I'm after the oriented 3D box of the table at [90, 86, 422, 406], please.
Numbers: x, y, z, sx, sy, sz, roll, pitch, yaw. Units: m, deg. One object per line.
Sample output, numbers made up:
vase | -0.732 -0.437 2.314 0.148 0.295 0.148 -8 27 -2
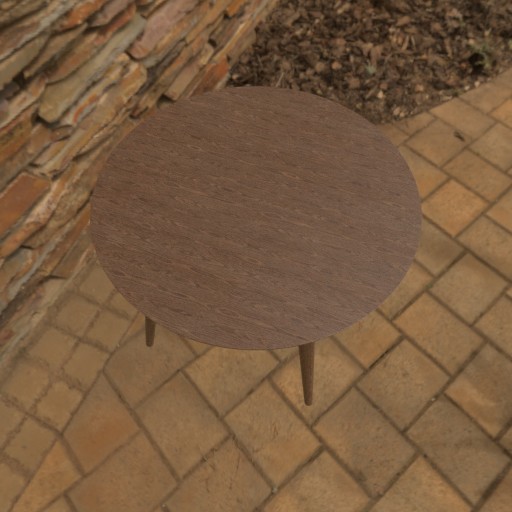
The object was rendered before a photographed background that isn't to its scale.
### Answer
table | 0.000 0.000 1.767 1.053 0.786 1.053 0 59 0
